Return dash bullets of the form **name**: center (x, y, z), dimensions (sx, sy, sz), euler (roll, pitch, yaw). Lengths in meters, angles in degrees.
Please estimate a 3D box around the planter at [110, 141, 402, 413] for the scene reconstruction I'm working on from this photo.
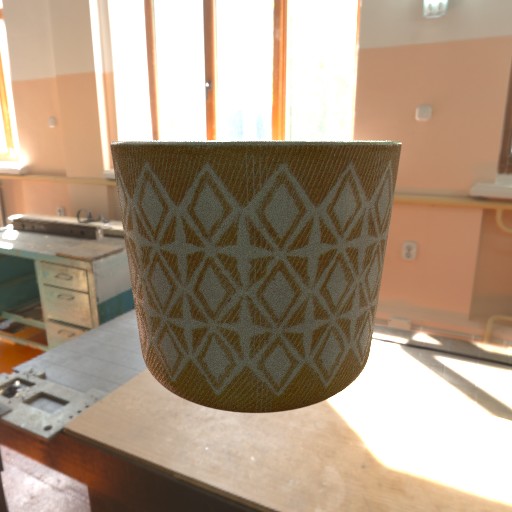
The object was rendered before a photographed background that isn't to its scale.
- **planter**: center (0.000, 0.000, 0.328), dimensions (0.193, 0.165, 0.193), euler (0, 15, 0)
